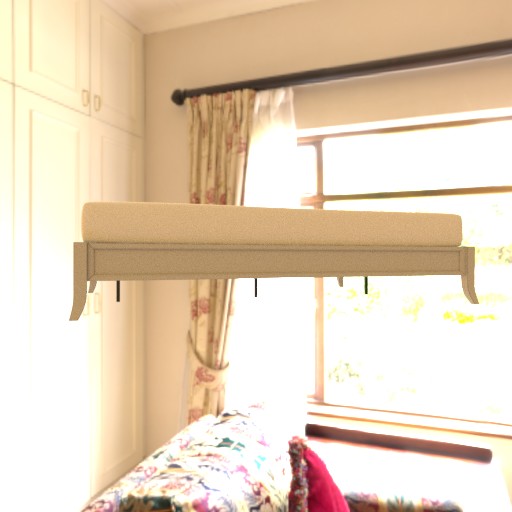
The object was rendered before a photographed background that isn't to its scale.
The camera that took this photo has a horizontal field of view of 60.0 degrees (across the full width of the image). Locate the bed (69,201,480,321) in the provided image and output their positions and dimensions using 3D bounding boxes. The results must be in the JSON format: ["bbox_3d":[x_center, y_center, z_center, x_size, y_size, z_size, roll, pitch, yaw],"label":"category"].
[{"bbox_3d":[0.000,0.000,2.703,1.985,0.510,1.460,0,0,-18],"label":"bed"}]
